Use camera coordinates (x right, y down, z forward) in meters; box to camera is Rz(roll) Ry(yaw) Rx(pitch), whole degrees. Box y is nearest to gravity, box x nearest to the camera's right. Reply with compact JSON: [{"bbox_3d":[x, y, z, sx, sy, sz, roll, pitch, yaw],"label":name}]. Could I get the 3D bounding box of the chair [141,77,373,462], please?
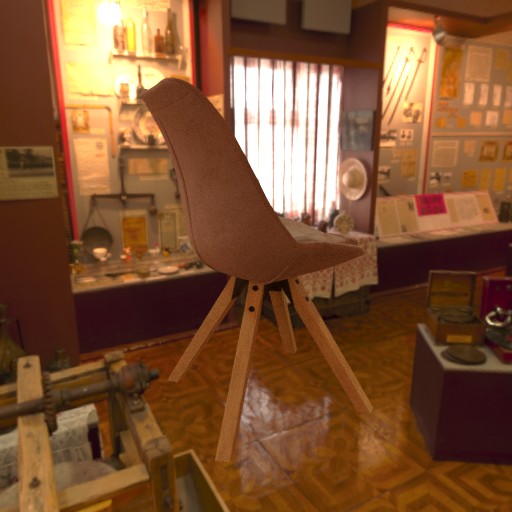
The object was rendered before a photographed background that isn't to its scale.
[{"bbox_3d":[0.000,0.000,1.198,0.550,0.850,0.485,-7,16,-26],"label":"chair"}]
